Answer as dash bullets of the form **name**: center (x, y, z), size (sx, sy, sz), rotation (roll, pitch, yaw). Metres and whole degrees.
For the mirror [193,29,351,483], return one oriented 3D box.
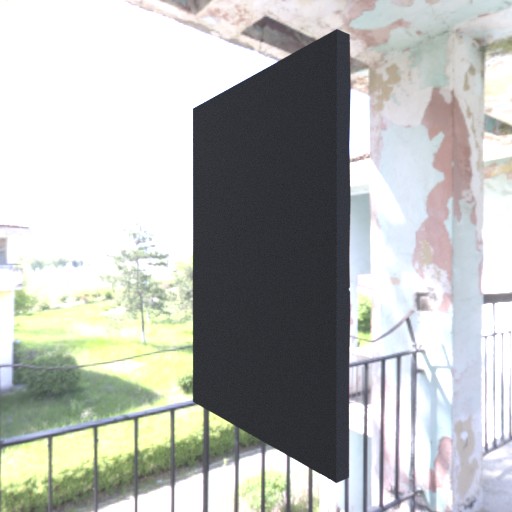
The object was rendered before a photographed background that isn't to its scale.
- **mirror**: center (0.000, 0.000, 1.147), size (0.044, 0.912, 0.606), rotation (0, 1, -36)
